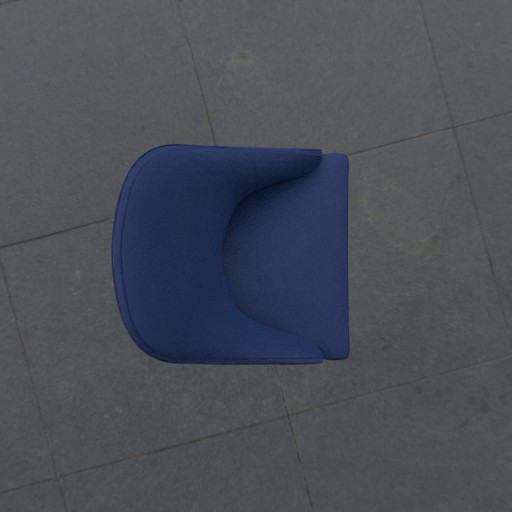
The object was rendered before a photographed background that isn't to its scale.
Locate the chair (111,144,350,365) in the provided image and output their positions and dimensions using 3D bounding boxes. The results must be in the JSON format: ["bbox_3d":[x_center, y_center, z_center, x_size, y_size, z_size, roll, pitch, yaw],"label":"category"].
[{"bbox_3d":[0.000,0.000,1.297,0.575,0.889,0.643,0,89,0],"label":"chair"}]
